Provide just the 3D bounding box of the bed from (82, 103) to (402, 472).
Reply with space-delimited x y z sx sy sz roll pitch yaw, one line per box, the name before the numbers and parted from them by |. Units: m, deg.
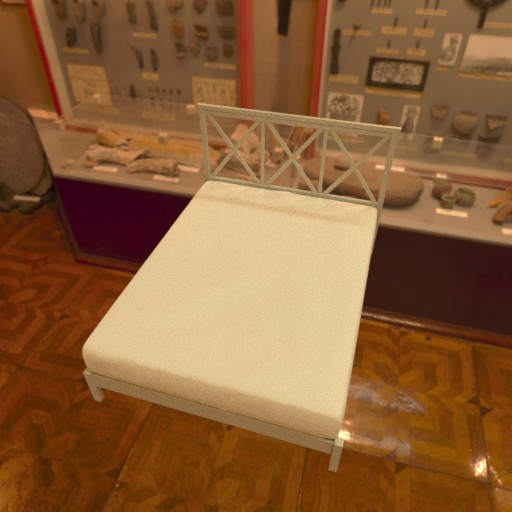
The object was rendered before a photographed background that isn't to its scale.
bed | 0.000 0.000 3.197 1.673 1.253 2.135 11 42 13
